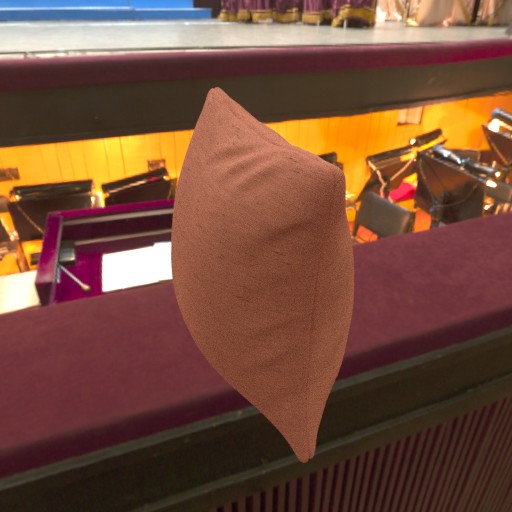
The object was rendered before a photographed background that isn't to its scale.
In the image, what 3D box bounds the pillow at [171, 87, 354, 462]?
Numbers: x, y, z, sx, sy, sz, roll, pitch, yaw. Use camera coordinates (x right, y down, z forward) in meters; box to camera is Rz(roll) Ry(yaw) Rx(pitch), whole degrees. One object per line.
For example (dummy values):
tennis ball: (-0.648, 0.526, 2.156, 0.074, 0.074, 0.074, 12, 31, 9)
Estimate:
pillow: (0.000, 0.000, 0.666, 0.246, 0.415, 0.432, -10, 32, -17)
